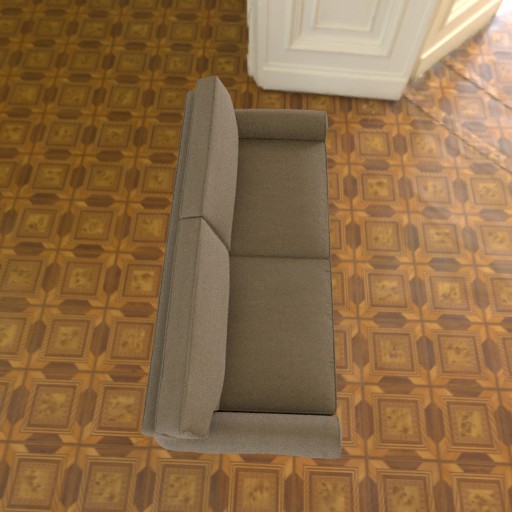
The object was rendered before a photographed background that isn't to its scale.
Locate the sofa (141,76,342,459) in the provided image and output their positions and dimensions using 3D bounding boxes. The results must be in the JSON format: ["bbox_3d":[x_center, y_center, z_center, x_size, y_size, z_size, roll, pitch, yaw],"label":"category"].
[{"bbox_3d":[0.000,0.000,2.731,0.991,0.943,2.248,2,65,1],"label":"sofa"}]
